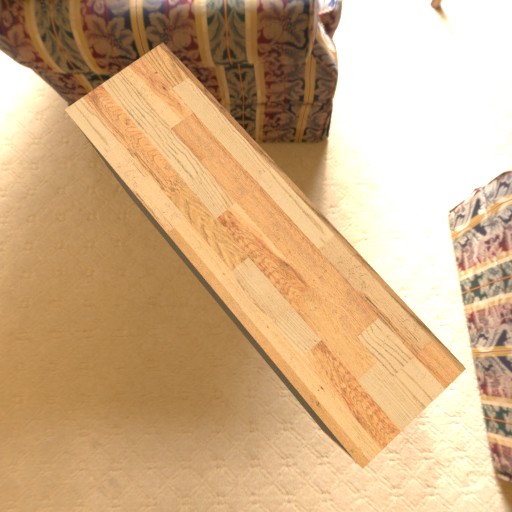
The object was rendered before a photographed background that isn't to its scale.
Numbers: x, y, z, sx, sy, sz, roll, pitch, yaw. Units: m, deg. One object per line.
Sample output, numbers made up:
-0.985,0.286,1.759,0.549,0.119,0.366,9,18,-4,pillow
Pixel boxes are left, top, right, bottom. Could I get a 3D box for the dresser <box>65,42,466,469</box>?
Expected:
0.000,0.000,1.883,0.487,0.834,1.547,-39,79,-9,dresser
